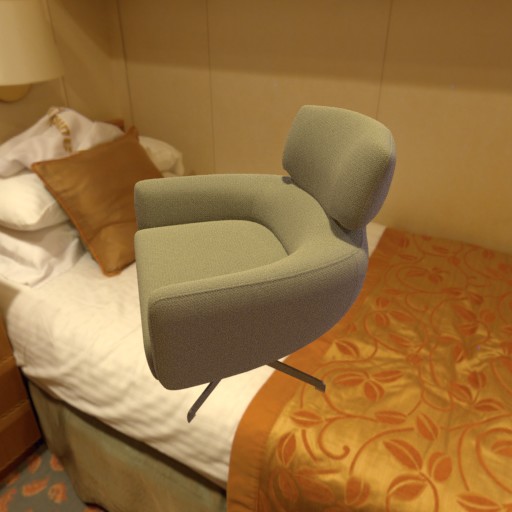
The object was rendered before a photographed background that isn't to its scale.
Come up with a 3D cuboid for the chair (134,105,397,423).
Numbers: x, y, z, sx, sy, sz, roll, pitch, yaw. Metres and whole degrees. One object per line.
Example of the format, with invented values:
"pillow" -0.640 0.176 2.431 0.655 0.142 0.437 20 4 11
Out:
"chair" 0.000 0.000 1.382 0.730 0.810 0.760 -8 31 -14
